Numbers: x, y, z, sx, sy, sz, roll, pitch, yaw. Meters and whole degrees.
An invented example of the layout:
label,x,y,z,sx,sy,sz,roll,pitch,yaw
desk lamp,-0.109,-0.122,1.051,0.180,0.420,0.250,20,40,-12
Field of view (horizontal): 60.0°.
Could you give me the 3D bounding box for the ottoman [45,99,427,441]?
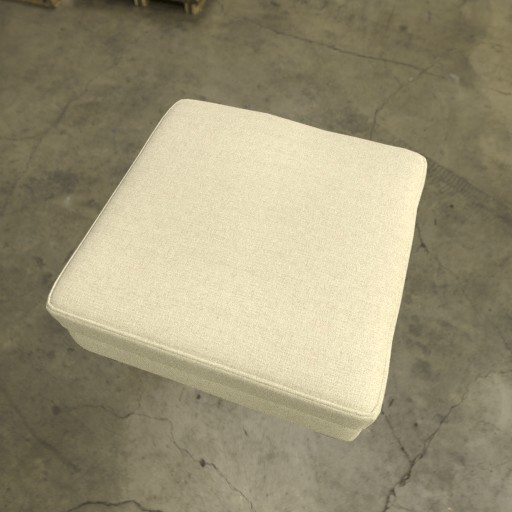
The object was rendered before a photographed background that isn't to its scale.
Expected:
label,x,y,z,sx,sy,sz,roll,pitch,yaw
ottoman,0.000,0.000,1.356,0.838,0.478,0.838,16,60,10
